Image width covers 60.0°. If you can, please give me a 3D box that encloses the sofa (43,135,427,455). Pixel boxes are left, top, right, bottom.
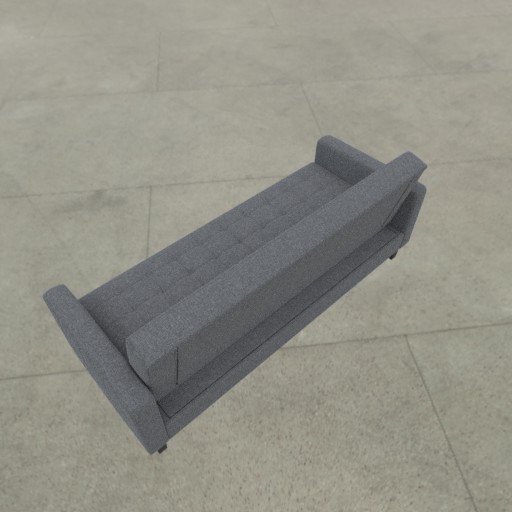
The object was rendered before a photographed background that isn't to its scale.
[{"bbox_3d":[0.000,0.000,2.457,2.040,0.850,0.810,-34,56,-27],"label":"sofa"}]
